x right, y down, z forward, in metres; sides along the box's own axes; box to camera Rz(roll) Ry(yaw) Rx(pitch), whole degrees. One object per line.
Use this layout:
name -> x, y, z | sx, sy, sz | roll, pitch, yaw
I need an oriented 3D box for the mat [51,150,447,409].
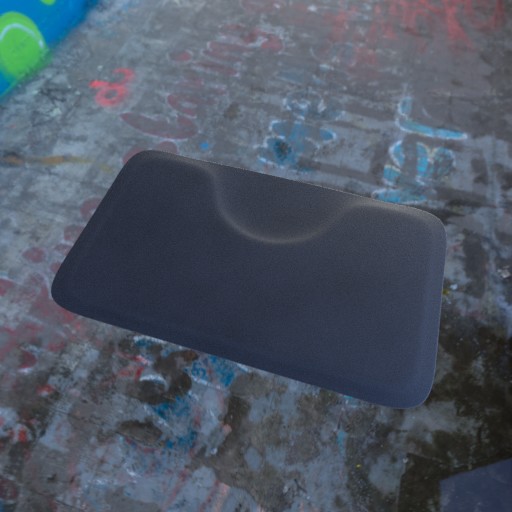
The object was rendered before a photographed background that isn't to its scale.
mat -> 0.000, 0.000, 1.857 | 1.524, 0.013, 0.918 | 15, 59, 9
